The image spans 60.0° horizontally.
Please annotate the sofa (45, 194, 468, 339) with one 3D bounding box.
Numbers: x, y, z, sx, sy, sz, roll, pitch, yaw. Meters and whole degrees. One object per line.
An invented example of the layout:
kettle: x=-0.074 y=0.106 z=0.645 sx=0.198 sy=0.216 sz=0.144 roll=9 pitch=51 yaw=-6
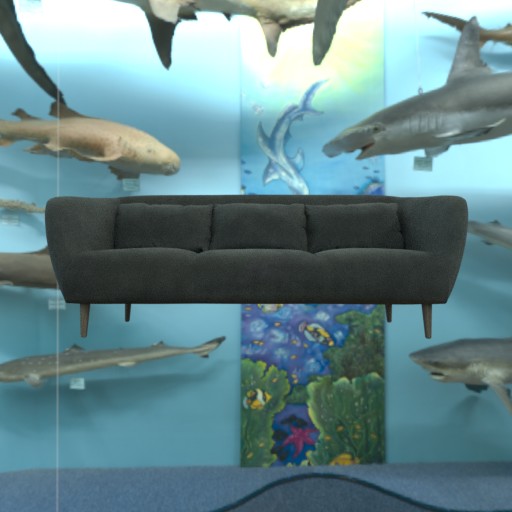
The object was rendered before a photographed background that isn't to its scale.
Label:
sofa: x=0.000 y=0.000 z=2.720 sx=2.296 sy=0.875 sz=0.956 roll=0 pitch=0 yaw=1
